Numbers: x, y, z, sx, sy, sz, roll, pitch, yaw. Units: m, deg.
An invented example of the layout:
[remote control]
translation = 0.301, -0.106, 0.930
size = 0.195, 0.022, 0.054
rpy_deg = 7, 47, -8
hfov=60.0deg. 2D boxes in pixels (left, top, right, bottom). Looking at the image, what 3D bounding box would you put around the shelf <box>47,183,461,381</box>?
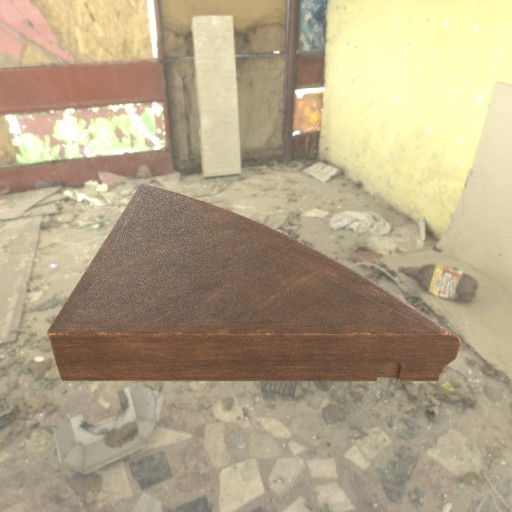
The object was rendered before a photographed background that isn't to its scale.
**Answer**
[shelf]
translation = 0.000, 0.000, 0.472
size = 0.310, 0.050, 0.310
rpy_deg = 0, 31, 0
